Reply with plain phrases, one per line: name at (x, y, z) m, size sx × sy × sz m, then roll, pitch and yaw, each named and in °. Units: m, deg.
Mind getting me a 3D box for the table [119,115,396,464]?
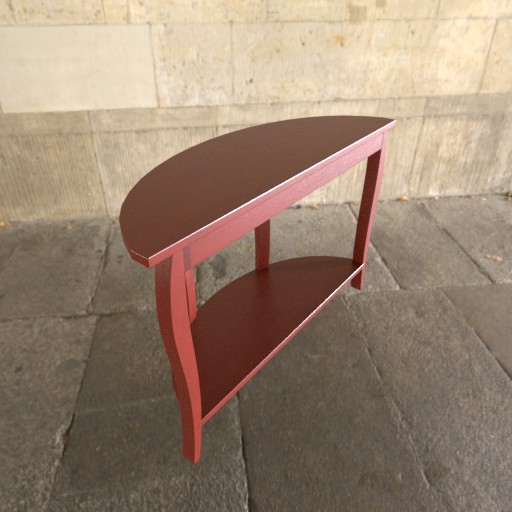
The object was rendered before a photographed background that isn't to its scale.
table at (0.000, 0.000, 1.609) m, size 0.405 × 0.779 × 1.219 m, roll 23°, pitch 40°, yaw 31°
